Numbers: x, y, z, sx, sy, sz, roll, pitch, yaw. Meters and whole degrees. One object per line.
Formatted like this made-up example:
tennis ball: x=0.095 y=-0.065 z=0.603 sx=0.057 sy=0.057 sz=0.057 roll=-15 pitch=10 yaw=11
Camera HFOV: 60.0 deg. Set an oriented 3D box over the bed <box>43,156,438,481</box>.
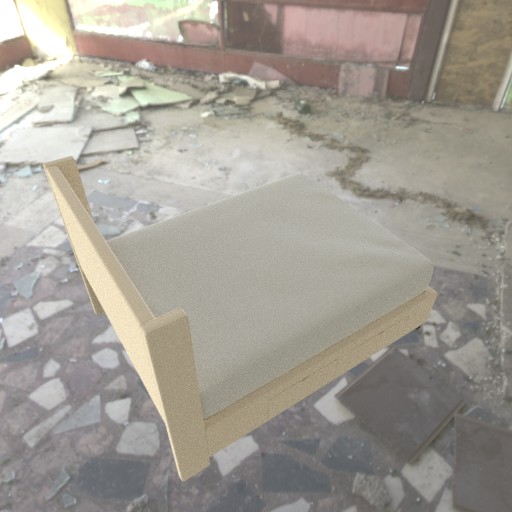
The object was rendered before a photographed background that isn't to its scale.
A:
bed: x=0.000 y=0.000 z=3.373 sx=2.280 sy=1.471 sz=1.765 roll=-23 pitch=46 yaw=-25
